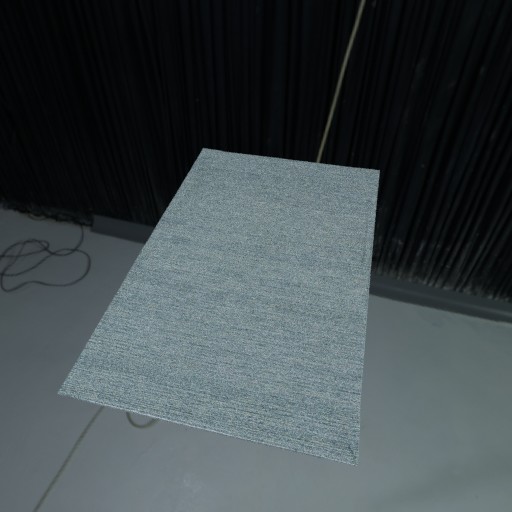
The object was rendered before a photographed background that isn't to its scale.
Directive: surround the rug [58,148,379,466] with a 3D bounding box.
[{"bbox_3d":[0.000,0.000,2.277,1.174,0.022,1.853,10,46,9],"label":"rug"}]
